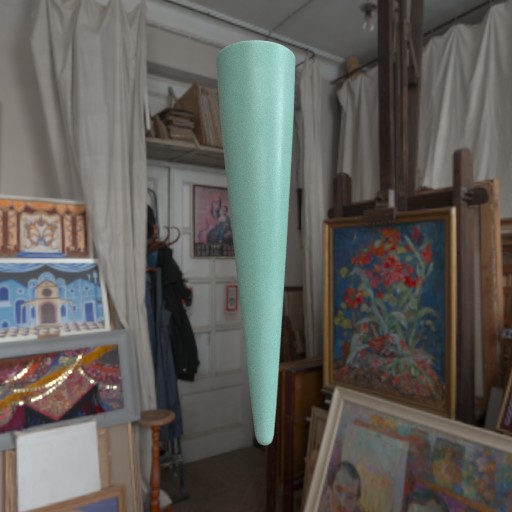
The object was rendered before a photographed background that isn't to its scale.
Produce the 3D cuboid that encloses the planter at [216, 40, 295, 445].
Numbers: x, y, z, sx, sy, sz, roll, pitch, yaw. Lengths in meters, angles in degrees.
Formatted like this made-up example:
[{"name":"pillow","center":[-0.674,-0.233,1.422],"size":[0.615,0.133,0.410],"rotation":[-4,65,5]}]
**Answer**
[{"name":"planter","center":[0.000,0.000,0.300],"size":[0.054,0.268,0.055],"rotation":[0,-2,18]}]
